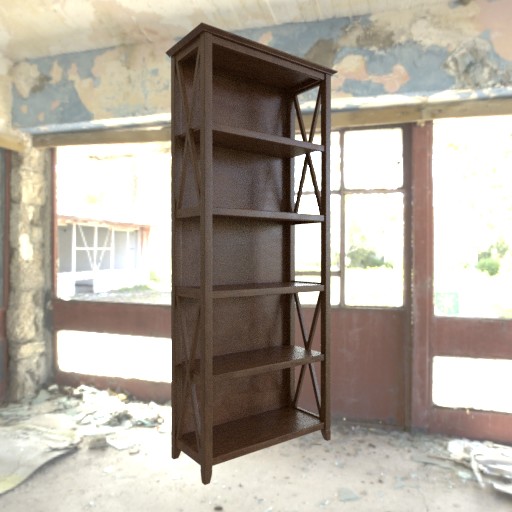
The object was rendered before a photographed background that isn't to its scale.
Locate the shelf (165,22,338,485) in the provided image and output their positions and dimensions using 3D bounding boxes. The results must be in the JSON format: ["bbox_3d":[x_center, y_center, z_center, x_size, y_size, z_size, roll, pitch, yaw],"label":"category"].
[{"bbox_3d":[0.000,0.000,2.180,0.805,1.905,0.335,0,0,-37],"label":"shelf"}]
